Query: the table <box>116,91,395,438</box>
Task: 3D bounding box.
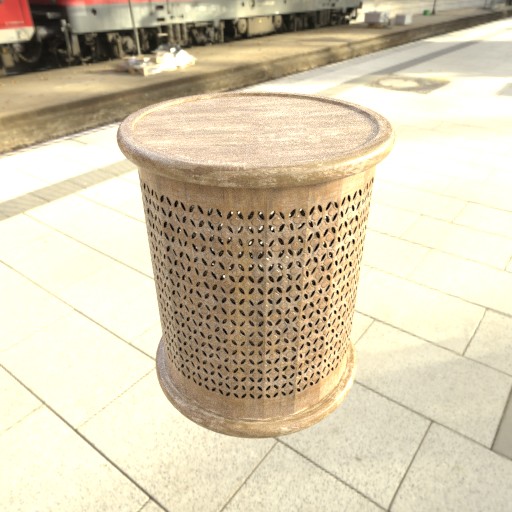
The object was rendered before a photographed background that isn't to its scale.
[{"bbox_3d":[0.000,0.000,0.791,0.407,0.482,0.407,0,32,0],"label":"table"}]
